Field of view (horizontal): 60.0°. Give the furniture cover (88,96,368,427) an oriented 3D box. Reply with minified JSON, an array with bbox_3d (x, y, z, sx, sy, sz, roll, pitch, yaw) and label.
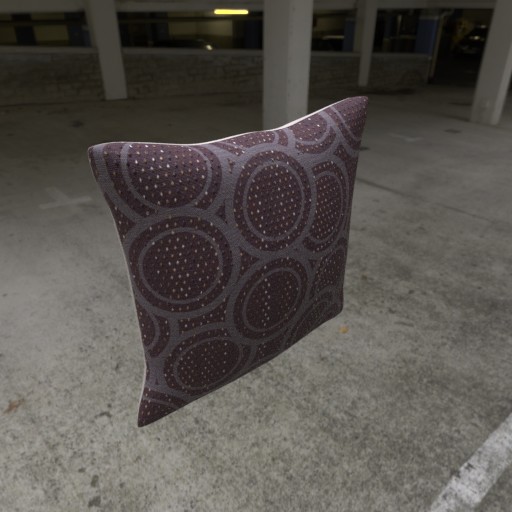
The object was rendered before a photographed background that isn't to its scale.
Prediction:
[{"bbox_3d":[0.000,0.000,0.822,0.552,0.509,0.193,-23,37,-34],"label":"furniture cover"}]
